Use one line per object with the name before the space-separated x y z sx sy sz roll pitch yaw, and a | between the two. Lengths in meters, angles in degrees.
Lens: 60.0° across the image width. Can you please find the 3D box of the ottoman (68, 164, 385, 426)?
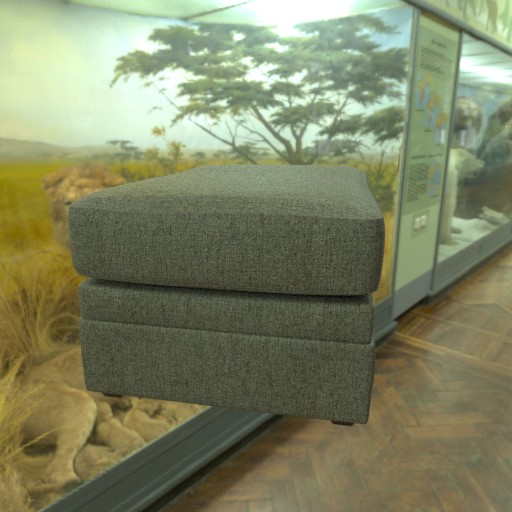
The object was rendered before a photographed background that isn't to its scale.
ottoman | 0.000 0.000 1.261 0.637 0.478 0.885 3 17 11
